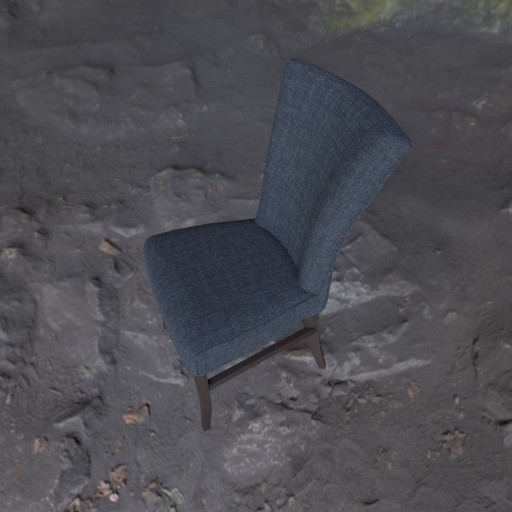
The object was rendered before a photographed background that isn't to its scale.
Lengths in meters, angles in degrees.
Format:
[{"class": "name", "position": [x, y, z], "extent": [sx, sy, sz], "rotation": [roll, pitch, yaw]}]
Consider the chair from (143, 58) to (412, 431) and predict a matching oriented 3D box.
[{"class": "chair", "position": [0.000, 0.000, 1.403], "extent": [0.660, 0.991, 0.520], "rotation": [-18, 48, -17]}]
